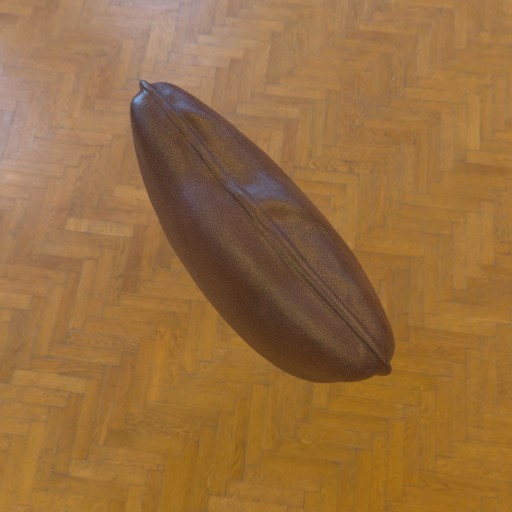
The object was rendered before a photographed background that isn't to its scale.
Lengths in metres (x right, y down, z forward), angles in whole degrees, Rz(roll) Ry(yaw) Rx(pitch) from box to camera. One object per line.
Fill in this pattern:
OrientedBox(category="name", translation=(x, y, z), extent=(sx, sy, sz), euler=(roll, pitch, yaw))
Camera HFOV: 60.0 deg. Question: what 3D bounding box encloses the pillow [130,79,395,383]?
OrientedBox(category="pillow", translation=(0.000, 0.000, 0.813), extent=(0.236, 0.523, 0.532), euler=(-38, 79, -9))
